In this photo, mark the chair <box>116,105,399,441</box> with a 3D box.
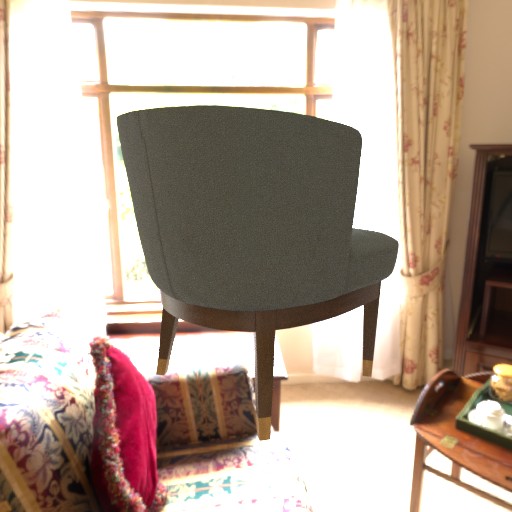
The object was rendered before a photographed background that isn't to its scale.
[{"bbox_3d":[0.000,0.000,1.265,0.702,0.760,0.661,-12,17,-43],"label":"chair"}]
